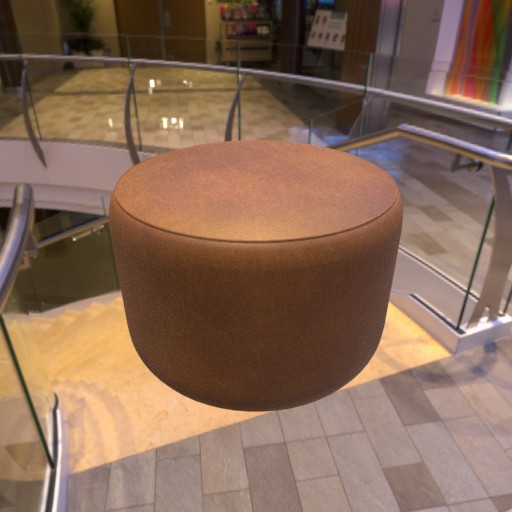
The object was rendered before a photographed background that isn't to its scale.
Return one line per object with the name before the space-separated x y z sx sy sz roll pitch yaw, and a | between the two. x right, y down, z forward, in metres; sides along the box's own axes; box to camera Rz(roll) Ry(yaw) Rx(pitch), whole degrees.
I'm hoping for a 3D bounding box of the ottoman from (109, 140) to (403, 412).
ottoman | 0.000 0.000 1.016 0.607 0.438 0.607 0 30 0
